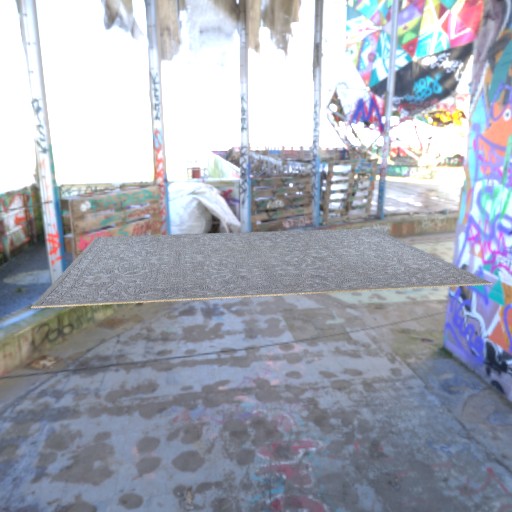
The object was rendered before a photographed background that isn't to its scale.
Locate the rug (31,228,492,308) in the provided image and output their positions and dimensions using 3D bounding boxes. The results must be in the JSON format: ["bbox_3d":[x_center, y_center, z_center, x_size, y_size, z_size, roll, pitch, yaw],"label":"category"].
[{"bbox_3d":[0.000,0.000,2.315,1.827,0.006,1.221,-2,15,-8],"label":"rug"}]
